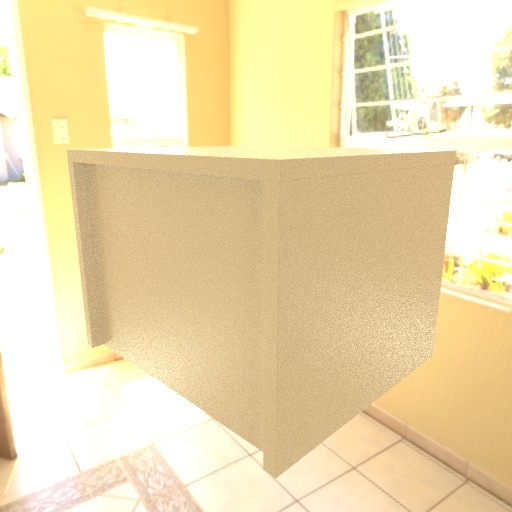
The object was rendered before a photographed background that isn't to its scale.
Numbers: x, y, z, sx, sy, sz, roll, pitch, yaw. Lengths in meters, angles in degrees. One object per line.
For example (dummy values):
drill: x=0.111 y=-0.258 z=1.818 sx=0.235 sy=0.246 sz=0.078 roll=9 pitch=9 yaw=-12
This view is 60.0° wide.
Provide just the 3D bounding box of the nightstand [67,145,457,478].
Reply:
nightstand: x=0.000 y=0.000 z=0.751 sx=0.470 sy=0.351 sz=0.408 roll=15 pitch=21 yaw=43
